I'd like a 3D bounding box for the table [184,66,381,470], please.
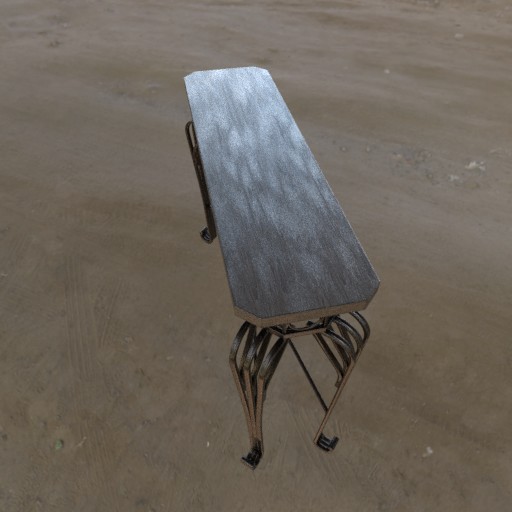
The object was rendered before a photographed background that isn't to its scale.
[{"bbox_3d":[0.000,0.000,1.478,0.329,0.800,1.112,-9,47,-8],"label":"table"}]
